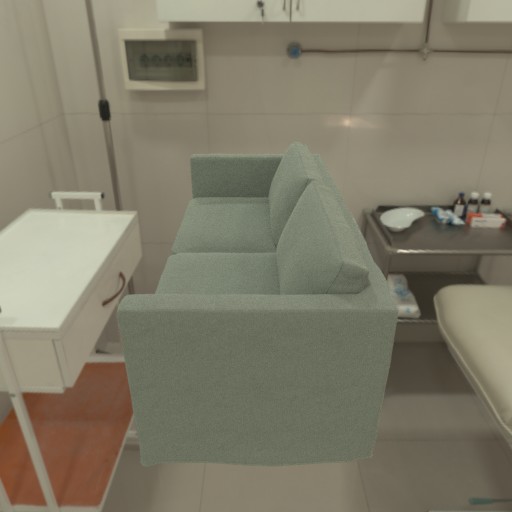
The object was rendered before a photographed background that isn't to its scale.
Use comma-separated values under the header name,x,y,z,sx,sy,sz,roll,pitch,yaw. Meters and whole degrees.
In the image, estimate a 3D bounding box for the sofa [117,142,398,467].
name,x,y,z,sx,sy,sz,roll,pitch,yaw
sofa,0.000,0.000,2.418,0.940,0.870,1.987,0,28,0
